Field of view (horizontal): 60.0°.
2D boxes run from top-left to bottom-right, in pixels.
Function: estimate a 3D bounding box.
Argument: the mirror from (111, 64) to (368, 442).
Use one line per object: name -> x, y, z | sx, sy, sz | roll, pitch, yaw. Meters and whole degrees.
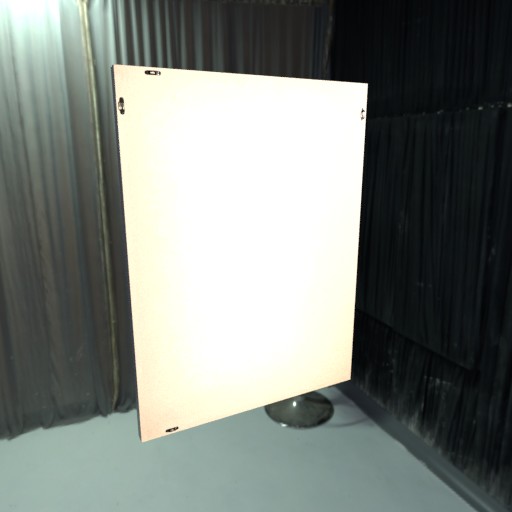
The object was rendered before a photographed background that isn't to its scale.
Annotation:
mirror -> 0.000, 0.000, 1.338 | 0.762, 1.016, 0.040 | -7, 16, -27
